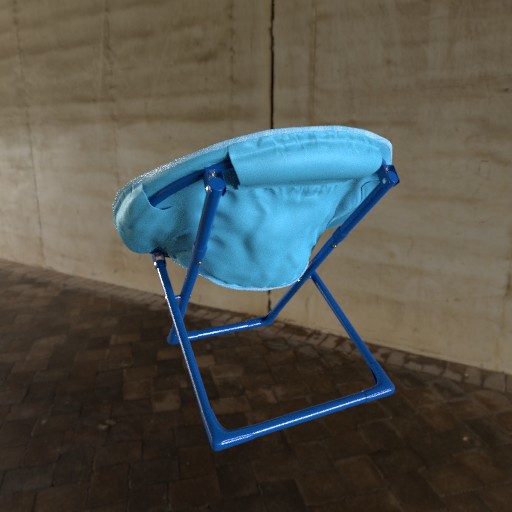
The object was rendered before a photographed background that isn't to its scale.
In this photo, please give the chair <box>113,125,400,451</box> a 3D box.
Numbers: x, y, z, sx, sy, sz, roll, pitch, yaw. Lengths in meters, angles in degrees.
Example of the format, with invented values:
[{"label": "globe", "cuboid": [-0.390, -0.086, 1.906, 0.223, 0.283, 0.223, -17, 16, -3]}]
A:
[{"label": "chair", "cuboid": [0.000, 0.000, 0.873, 0.520, 0.478, 0.465, -7, 16, -26]}]
